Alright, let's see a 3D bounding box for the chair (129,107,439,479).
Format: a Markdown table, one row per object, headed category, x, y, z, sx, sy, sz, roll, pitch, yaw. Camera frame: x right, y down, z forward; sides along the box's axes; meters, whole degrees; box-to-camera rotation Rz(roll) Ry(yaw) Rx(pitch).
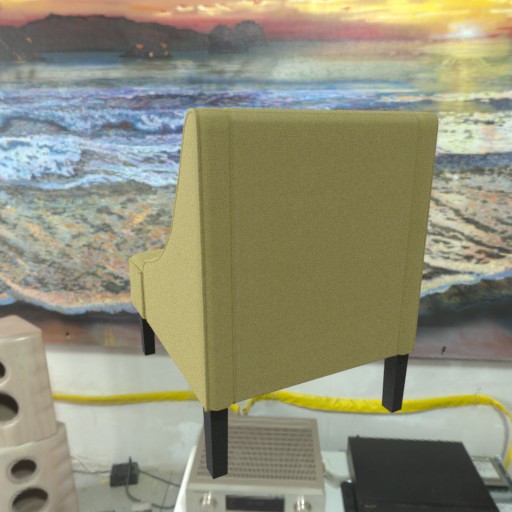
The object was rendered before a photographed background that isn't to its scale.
| category | x | y | z | sx | sy | sz | roll | pitch | yaw |
| --- | --- | --- | --- | --- | --- | --- | --- | --- | --- |
| chair | 0.000 | 0.000 | 1.469 | 0.696 | 0.896 | 0.814 | -8 | 18 | -26 |
